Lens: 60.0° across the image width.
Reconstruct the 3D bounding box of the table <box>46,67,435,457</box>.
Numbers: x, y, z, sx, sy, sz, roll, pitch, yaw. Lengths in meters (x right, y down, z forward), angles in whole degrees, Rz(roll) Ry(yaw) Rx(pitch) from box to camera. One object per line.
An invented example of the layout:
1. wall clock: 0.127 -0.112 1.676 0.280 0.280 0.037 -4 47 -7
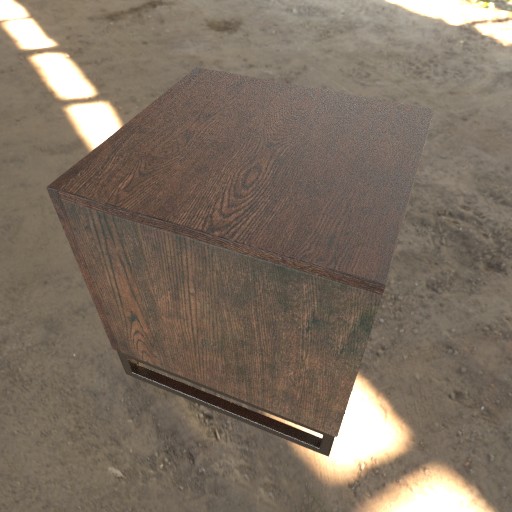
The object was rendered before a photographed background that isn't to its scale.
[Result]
1. table: 0.000 0.000 1.005 0.566 0.582 0.506 16 47 16
